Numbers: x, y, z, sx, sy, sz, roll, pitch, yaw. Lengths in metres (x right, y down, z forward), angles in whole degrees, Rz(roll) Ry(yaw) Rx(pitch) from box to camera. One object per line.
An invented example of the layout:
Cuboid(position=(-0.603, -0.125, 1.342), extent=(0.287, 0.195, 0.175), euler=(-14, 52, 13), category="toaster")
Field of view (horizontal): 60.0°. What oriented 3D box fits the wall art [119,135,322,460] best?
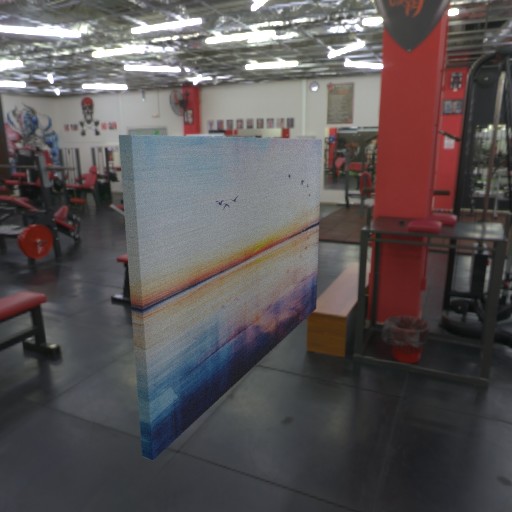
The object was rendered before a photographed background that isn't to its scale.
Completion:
Cuboid(position=(0.000, 0.000, 1.468), extent=(0.034, 0.756, 1.137), euler=(7, 16, 27), category="wall art")
